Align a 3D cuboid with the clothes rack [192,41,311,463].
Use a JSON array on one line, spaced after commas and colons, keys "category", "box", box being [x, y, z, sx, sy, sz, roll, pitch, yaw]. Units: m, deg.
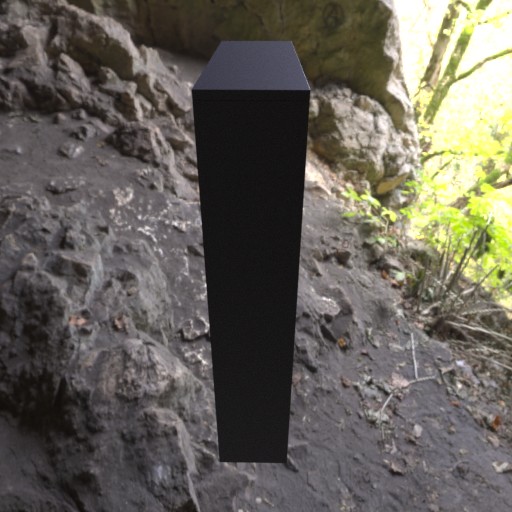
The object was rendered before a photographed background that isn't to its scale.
[{"category": "clothes rack", "box": [0.000, 0.000, 1.558, 0.250, 1.280, 0.750, 0, 33, 1]}]
